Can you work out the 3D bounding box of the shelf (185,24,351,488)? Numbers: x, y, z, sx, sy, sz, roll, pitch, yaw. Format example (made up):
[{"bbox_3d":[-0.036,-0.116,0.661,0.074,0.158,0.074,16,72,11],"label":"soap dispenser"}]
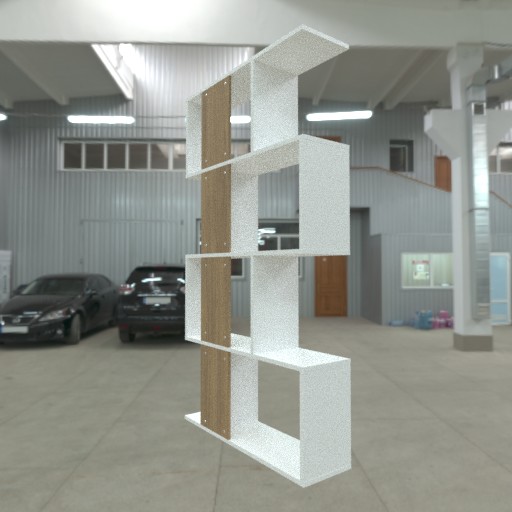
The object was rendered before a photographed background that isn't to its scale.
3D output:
[{"bbox_3d":[0.000,0.000,2.007,0.250,1.650,0.890,1,-2,-37],"label":"shelf"}]
